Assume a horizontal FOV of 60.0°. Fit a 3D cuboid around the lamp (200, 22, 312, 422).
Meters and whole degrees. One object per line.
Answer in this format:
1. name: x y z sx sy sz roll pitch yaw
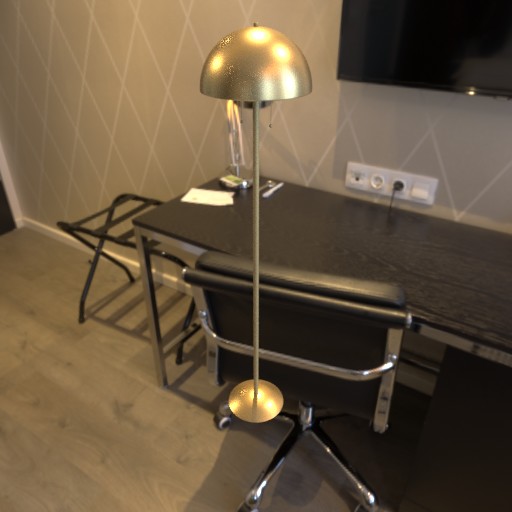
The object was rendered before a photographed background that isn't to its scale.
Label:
1. lamp: 0.000 0.000 1.587 0.328 1.480 0.328 2 31 3
